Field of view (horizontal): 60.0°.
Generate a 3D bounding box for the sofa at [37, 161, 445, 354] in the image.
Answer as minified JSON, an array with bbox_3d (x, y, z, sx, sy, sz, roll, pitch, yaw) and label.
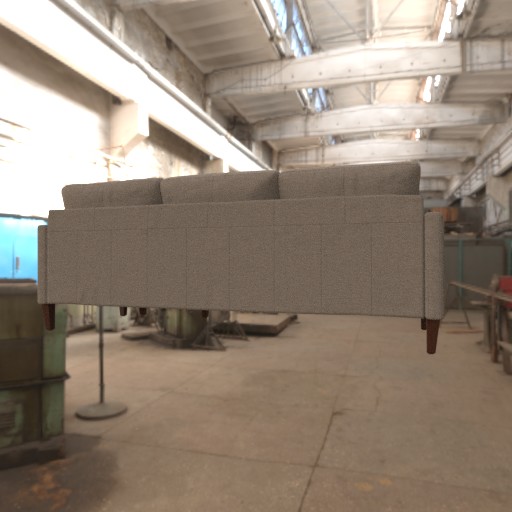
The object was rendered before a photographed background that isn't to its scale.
[{"bbox_3d":[0.000,0.000,2.914,2.178,0.875,1.506,0,-1,19],"label":"sofa"}]
